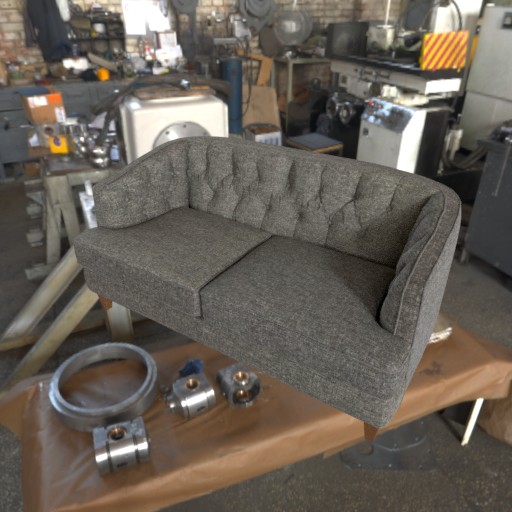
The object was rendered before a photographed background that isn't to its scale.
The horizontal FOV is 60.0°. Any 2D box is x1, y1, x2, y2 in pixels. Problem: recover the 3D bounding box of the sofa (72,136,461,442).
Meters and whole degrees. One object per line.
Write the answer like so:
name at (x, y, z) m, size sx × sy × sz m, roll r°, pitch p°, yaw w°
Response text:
sofa at (0.000, 0.000, 2.216) m, size 1.733 × 0.855 × 0.941 m, roll 18°, pitch 35°, yaw 28°
